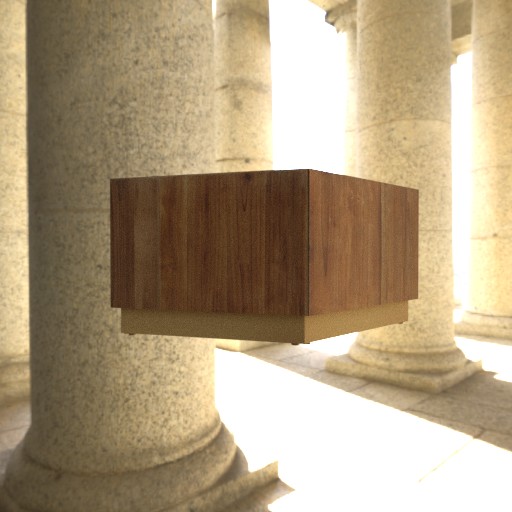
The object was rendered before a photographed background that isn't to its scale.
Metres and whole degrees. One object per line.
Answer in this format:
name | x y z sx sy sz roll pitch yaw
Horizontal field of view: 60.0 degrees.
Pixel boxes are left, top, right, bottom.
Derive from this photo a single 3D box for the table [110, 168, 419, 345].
table | 0.000 0.000 1.674 1.154 0.456 1.000 0 1 17
